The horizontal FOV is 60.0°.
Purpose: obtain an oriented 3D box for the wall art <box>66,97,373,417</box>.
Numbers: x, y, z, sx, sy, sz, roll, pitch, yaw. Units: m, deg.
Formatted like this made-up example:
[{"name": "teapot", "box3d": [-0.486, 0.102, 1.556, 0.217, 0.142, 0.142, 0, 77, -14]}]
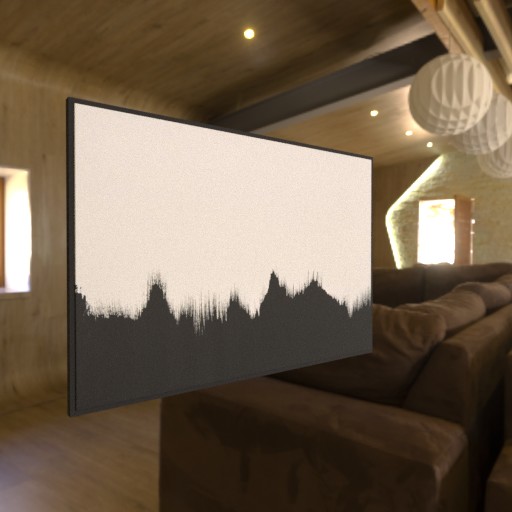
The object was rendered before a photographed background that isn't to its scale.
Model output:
[{"name": "wall art", "box3d": [0.000, 0.000, 1.477, 1.190, 0.805, 0.028, -1, 1, -37]}]
